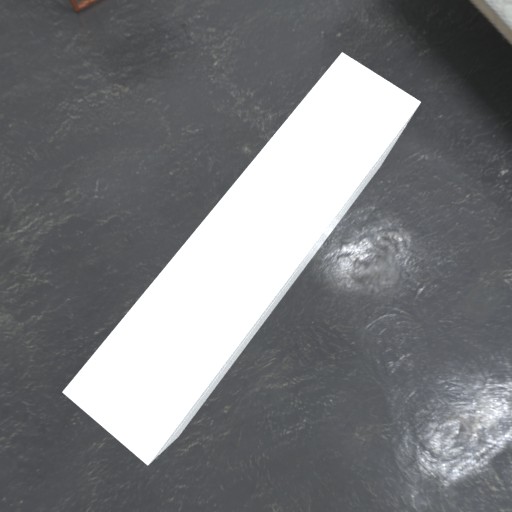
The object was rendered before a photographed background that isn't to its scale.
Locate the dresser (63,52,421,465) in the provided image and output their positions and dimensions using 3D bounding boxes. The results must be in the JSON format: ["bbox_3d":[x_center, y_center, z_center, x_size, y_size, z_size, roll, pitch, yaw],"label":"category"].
[{"bbox_3d":[0.000,0.000,2.554,0.500,0.840,2.200,36,79,8],"label":"dresser"}]
